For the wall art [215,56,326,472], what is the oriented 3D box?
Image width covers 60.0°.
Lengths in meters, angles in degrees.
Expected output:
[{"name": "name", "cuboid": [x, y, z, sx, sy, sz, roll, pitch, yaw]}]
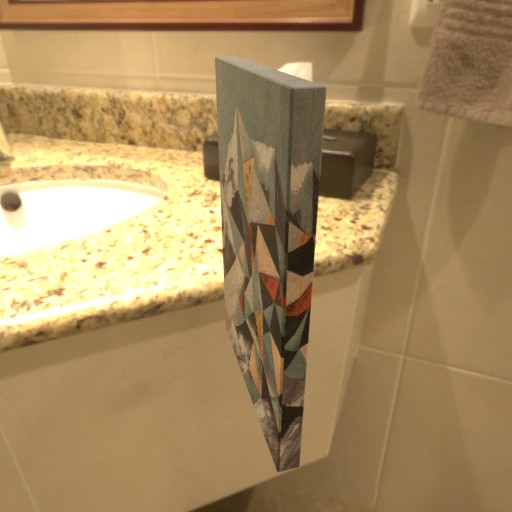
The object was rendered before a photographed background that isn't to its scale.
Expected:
[{"name": "wall art", "cuboid": [0.000, 0.000, 1.158, 0.061, 0.911, 0.609, -8, 29, -14]}]
